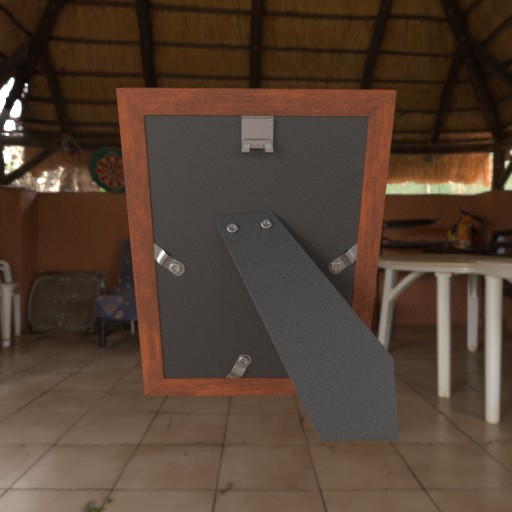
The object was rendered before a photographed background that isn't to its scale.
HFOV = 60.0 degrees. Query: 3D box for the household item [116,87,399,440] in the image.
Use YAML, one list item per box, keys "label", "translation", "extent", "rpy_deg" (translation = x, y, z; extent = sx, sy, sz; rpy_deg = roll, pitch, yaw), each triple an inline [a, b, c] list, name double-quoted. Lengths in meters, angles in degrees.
- label: "household item"
  translation: [0.000, 0.000, 0.292]
  extent: [0.160, 0.204, 0.096]
  rpy_deg: [0, 1, -1]
